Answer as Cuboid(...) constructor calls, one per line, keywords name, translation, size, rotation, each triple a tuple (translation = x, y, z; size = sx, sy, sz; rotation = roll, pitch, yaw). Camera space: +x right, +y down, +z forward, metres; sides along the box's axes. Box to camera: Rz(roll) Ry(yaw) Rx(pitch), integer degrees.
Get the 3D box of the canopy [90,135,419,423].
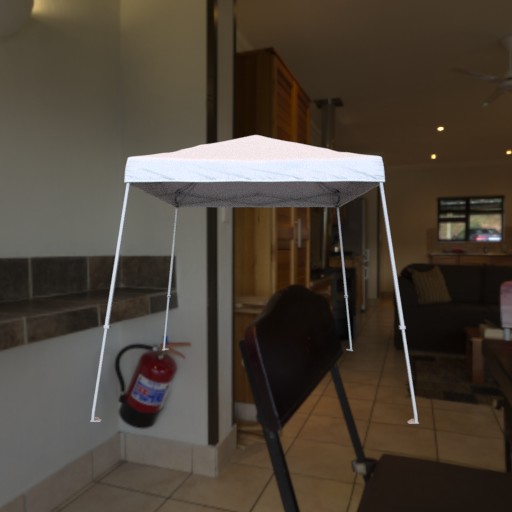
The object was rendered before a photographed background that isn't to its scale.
Cuboid(name="canopy", translation=(0.000, 0.000, 5.242), size=(2.848, 2.849, 2.849), rotation=(0, 1, 1))
